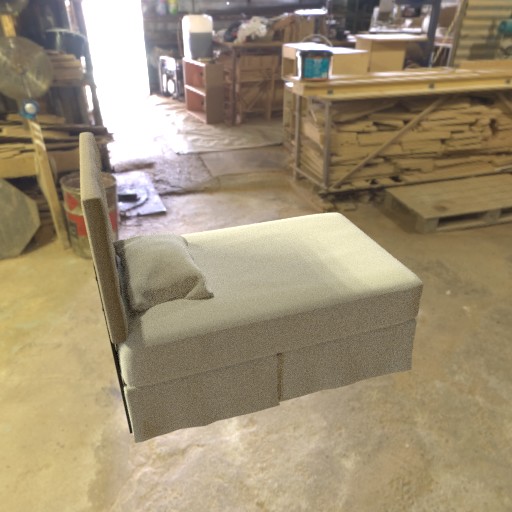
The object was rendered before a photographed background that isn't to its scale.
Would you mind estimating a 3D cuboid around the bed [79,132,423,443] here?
[{"bbox_3d":[0.000,0.000,3.009,1.997,1.571,1.261,-10,32,-17],"label":"bed"}]
